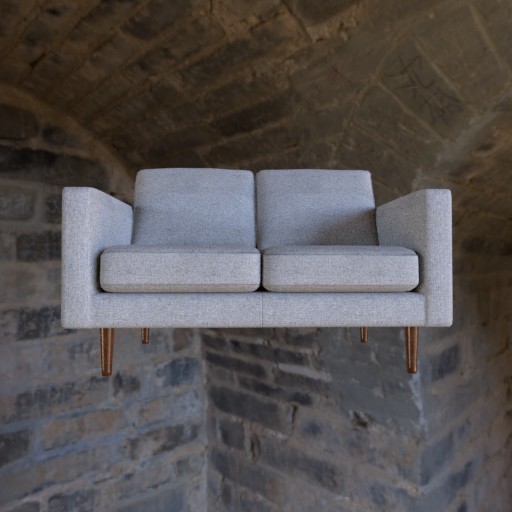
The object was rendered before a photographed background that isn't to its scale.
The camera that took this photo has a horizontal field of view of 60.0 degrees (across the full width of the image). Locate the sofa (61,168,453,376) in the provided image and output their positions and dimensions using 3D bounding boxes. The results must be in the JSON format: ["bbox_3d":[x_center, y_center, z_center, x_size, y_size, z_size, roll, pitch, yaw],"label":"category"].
[{"bbox_3d":[0.000,0.000,2.162,1.527,0.973,0.969,0,-1,-2],"label":"sofa"}]
